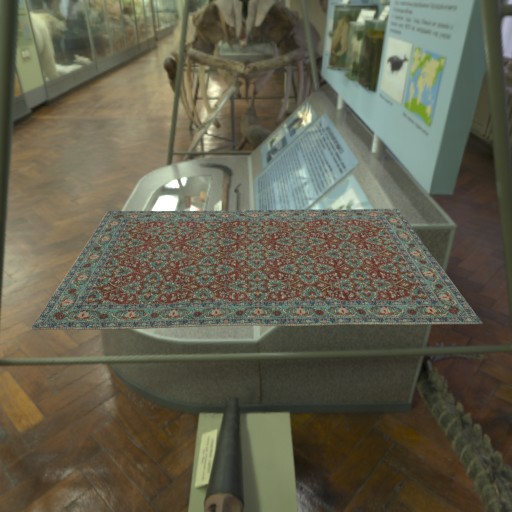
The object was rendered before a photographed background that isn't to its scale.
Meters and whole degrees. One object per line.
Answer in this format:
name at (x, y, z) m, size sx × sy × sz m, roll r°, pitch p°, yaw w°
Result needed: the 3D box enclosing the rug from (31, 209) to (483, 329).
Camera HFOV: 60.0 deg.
rug at (0.000, 0.000, 3.047) m, size 2.439 × 0.011 × 1.533 m, roll -1°, pitch 30°, yaw -1°
